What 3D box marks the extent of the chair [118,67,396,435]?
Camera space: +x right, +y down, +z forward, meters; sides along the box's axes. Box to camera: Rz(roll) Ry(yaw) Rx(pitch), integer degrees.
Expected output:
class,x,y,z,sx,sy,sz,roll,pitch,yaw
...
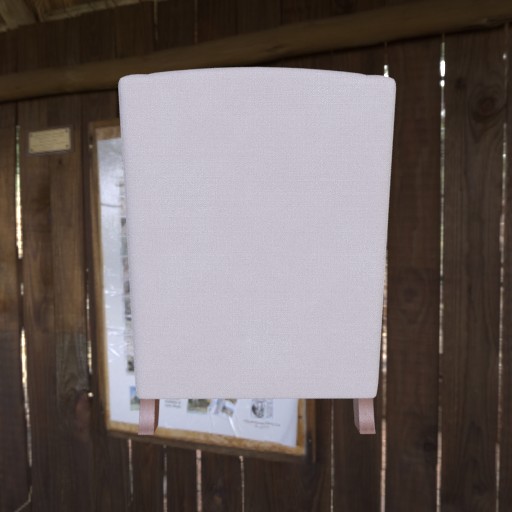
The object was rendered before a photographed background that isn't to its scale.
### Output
class,x,y,z,sx,sy,sz,roll,pitch,yaw
chair,0.000,0.000,1.562,0.715,1.010,0.863,0,2,-1
